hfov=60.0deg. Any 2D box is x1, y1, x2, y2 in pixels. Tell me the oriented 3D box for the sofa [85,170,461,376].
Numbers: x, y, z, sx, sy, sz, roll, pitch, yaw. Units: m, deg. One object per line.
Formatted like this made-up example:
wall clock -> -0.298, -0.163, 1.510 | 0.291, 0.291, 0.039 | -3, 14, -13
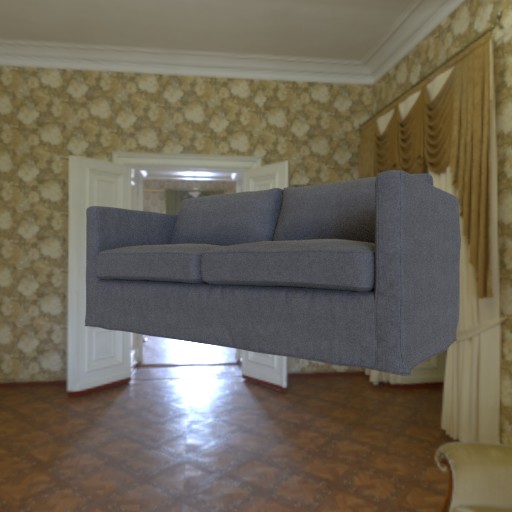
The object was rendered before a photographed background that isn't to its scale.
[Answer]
sofa -> 0.000, 0.000, 2.497 | 1.982, 0.855, 0.953 | 0, 0, 36
